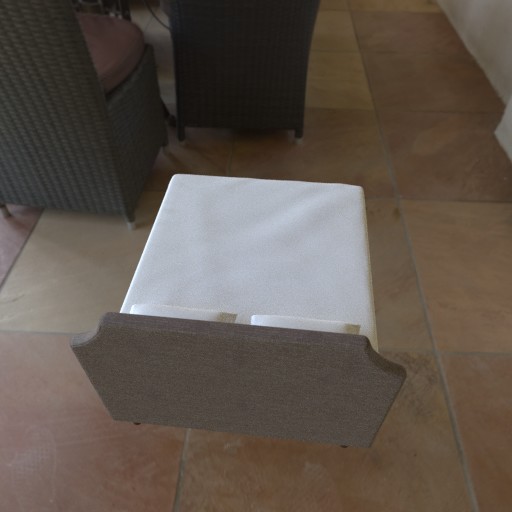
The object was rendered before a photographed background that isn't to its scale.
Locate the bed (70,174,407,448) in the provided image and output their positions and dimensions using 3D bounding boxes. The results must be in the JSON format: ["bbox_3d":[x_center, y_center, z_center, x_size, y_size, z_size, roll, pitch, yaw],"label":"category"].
[{"bbox_3d":[0.000,0.000,4.132,2.350,1.590,2.773,5,47,4],"label":"bed"}]
